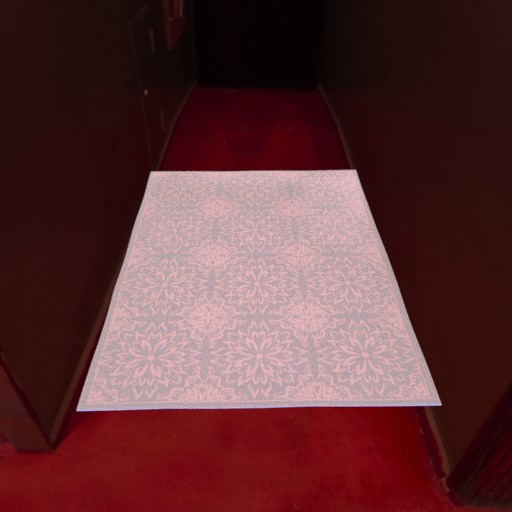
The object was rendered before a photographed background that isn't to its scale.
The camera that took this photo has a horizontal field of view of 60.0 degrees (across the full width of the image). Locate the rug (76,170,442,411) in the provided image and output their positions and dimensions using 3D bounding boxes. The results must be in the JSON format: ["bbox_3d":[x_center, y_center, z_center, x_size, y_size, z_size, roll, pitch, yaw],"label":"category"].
[{"bbox_3d":[0.000,0.000,3.983,2.363,0.012,2.980,-1,41,-1],"label":"rug"}]
